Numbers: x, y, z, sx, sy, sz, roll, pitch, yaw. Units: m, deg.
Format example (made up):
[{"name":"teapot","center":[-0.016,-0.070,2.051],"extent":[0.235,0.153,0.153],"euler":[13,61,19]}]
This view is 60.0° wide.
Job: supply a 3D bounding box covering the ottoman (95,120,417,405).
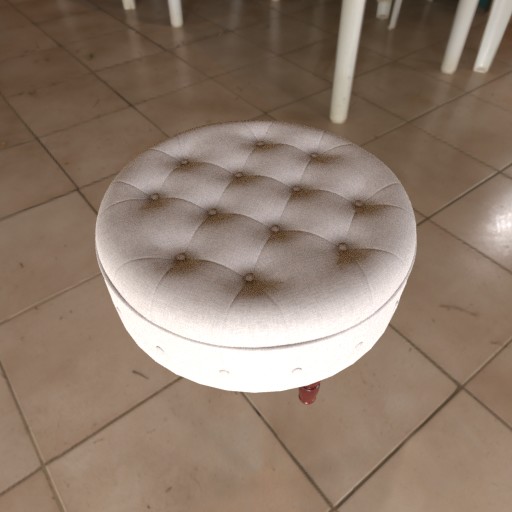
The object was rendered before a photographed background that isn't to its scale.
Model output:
[{"name":"ottoman","center":[0.000,0.000,1.324],"extent":[0.849,0.478,0.849],"euler":[0,47,0]}]
